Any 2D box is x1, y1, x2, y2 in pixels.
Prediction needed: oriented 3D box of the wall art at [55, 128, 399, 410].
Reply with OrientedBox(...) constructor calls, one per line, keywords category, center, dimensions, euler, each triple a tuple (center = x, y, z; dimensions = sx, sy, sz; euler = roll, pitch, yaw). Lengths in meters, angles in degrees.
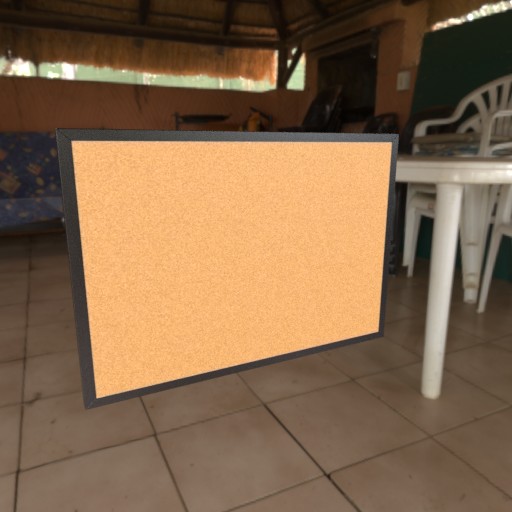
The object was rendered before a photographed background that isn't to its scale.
OrientedBox(category="wall art", center=(0.000, 0.000, 0.847), dimensions=(0.657, 0.458, 0.027), euler=(-7, 16, -26))
